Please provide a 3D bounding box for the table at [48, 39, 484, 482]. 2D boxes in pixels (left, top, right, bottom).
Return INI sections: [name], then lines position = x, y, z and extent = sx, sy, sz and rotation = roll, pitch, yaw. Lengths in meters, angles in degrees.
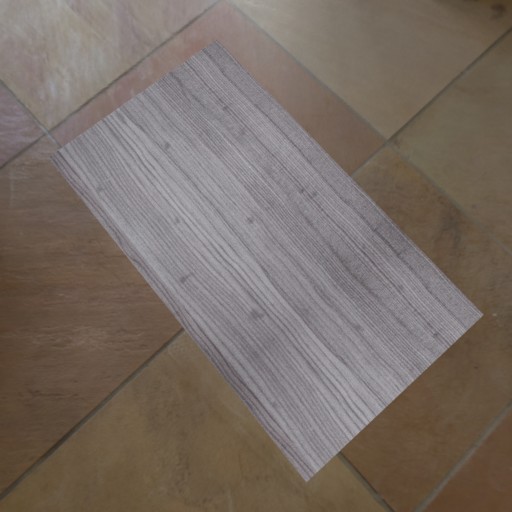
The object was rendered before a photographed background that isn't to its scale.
[table]
position = 0.000, 0.000, 2.080
extent = 0.881, 0.736, 1.579
rotation = -39, 79, -9
